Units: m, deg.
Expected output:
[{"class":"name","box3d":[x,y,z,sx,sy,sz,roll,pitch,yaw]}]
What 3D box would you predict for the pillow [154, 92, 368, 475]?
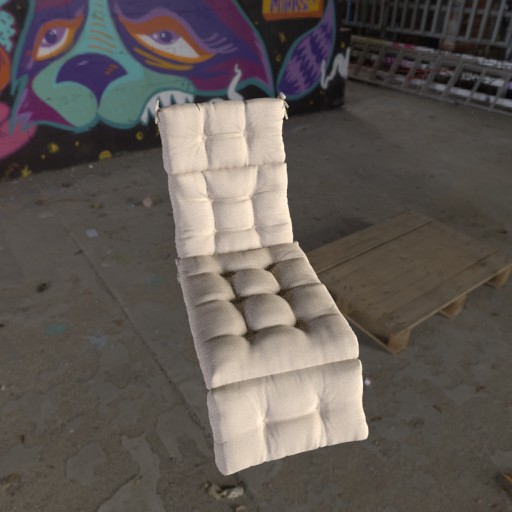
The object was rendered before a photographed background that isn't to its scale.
[{"class":"pillow","box3d":[0.000,0.000,1.520,0.526,0.863,1.016,-9,34,-13]}]
